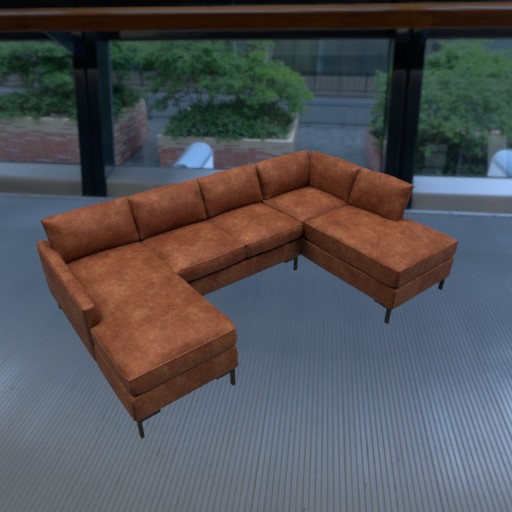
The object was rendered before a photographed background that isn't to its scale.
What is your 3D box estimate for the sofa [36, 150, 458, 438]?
[{"bbox_3d":[0.000,0.000,3.725,2.956,0.900,1.939,-22,37,-32],"label":"sofa"}]
